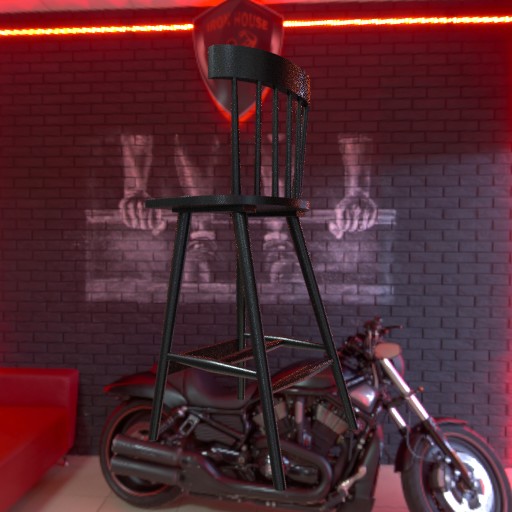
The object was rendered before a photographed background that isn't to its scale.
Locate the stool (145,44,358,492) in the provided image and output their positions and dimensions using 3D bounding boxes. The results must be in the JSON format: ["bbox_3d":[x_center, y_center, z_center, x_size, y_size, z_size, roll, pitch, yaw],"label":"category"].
[{"bbox_3d":[0.000,0.000,1.346,0.483,1.092,0.482,1,2,36],"label":"stool"}]
